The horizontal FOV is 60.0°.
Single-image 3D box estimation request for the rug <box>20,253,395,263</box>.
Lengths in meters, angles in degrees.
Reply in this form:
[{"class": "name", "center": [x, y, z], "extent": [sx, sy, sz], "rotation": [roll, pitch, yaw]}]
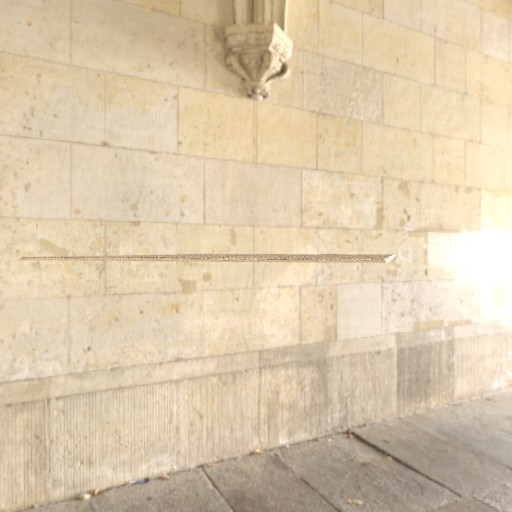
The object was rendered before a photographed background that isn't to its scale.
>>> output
[{"class": "rug", "center": [0.000, 0.000, 4.109], "extent": [2.429, 0.030, 3.052], "rotation": [0, 1, 18]}]
